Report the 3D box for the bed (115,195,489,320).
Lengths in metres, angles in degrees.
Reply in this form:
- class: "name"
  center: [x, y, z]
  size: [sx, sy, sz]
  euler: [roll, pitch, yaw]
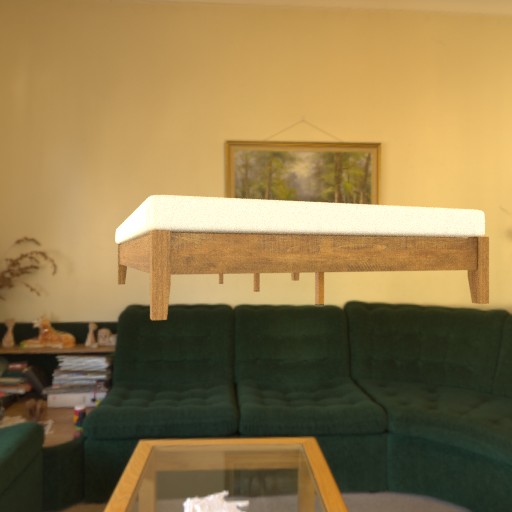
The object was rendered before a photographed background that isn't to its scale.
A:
- class: "bed"
  center: [0.000, 0.000, 2.700]
  size: [1.536, 0.431, 2.016]
  euler: [0, 0, -20]
